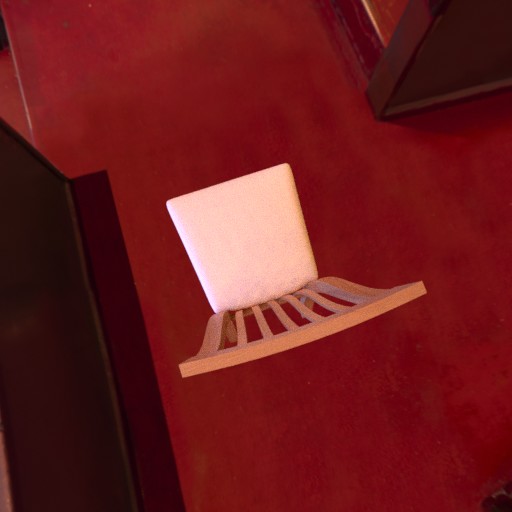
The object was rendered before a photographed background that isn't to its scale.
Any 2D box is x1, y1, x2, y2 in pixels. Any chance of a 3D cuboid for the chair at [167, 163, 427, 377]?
[{"bbox_3d":[0.000,0.000,1.335,0.450,1.050,0.580,-18,77,-4],"label":"chair"}]
